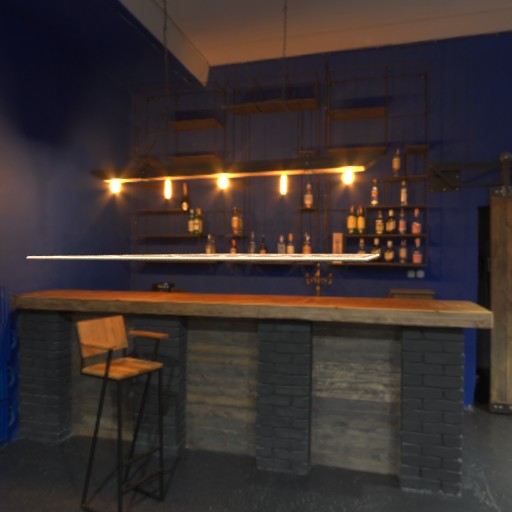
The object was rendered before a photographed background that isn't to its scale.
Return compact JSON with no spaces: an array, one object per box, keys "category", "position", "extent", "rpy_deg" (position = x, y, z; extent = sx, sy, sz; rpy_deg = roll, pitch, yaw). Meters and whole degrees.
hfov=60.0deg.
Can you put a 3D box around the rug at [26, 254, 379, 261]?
[{"category":"rug","position":[0.000,0.000,2.898],"extent":[1.528,0.014,2.294],"rpy_deg":[0,1,17]}]
